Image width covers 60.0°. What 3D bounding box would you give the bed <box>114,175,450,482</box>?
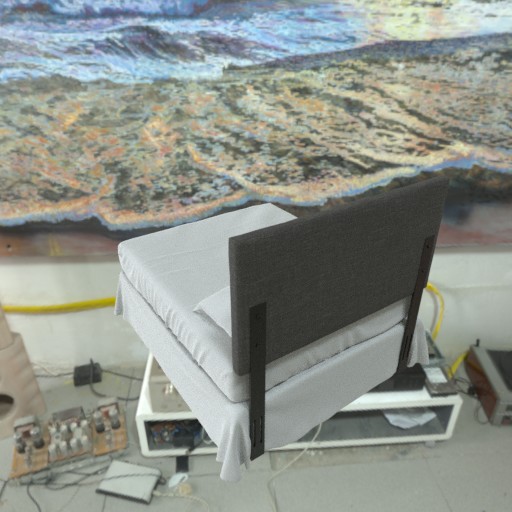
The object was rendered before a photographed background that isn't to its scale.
[{"bbox_3d":[0.000,0.000,3.537,1.936,1.577,2.222,-18,34,-30],"label":"bed"}]
